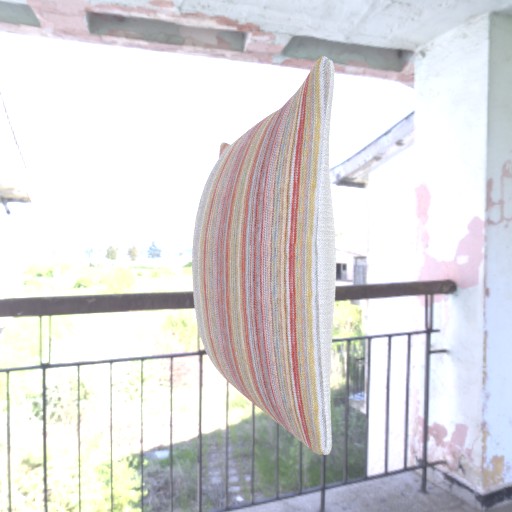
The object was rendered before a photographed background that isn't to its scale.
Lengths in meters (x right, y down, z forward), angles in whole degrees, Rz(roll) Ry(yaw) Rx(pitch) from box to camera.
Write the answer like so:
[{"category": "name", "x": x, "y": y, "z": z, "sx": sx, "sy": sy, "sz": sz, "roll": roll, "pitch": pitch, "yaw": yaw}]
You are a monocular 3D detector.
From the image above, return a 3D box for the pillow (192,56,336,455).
[{"category": "pillow", "x": 0.000, "y": 0.000, "z": 0.689, "sx": 0.191, "sy": 0.449, "sz": 0.451, "roll": 0, "pitch": 1, "yaw": -19}]
